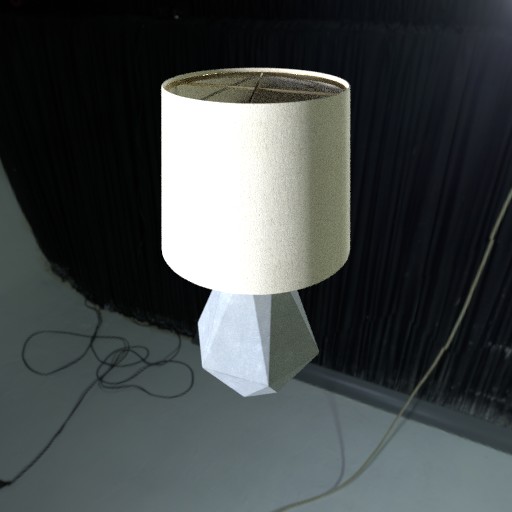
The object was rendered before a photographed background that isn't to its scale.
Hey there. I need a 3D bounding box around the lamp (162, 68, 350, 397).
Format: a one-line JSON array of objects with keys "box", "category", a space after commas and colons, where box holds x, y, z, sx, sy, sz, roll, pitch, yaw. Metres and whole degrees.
[{"box": [0.000, 0.000, 0.677, 0.276, 0.501, 0.276, 0, 31, 0], "category": "lamp"}]
